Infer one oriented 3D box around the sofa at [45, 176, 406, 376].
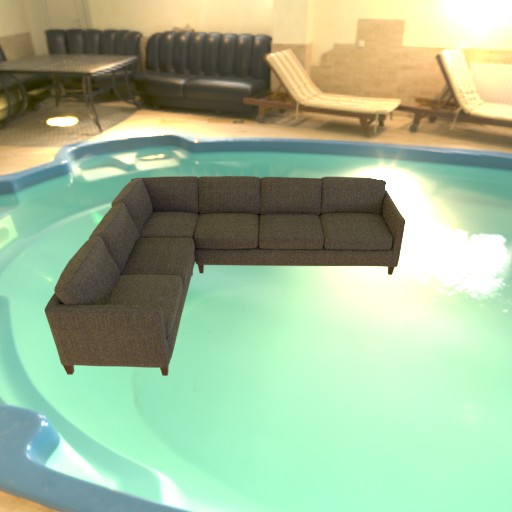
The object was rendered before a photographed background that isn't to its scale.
[{"bbox_3d":[0.000,0.000,4.632,3.302,0.947,2.593,0,31,1],"label":"sofa"}]
